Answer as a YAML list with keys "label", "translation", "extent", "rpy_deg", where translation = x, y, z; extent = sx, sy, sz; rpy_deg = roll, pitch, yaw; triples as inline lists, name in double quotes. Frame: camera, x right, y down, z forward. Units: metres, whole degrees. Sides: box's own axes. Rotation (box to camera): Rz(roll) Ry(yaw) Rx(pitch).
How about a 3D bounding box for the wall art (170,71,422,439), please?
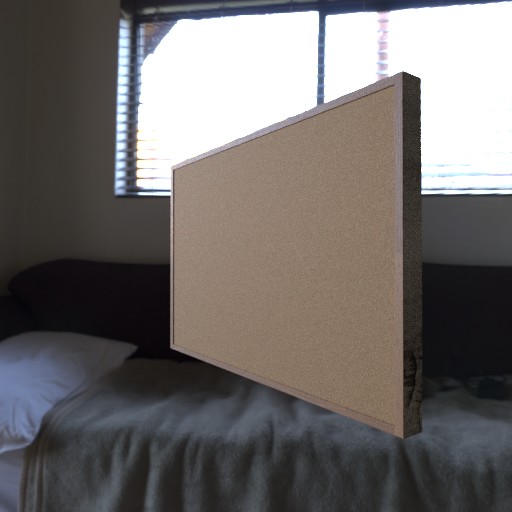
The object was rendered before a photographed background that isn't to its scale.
- label: "wall art"
  translation: [0.000, 0.000, 0.749]
  extent: [0.035, 0.407, 0.613]
  rpy_deg: [0, -1, -35]
